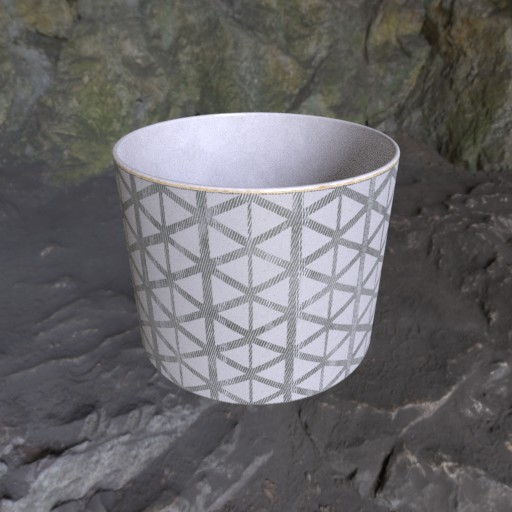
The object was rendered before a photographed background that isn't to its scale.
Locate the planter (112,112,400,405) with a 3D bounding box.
[{"bbox_3d":[0.000,0.000,0.347,0.190,0.181,0.190,0,29,0],"label":"planter"}]
